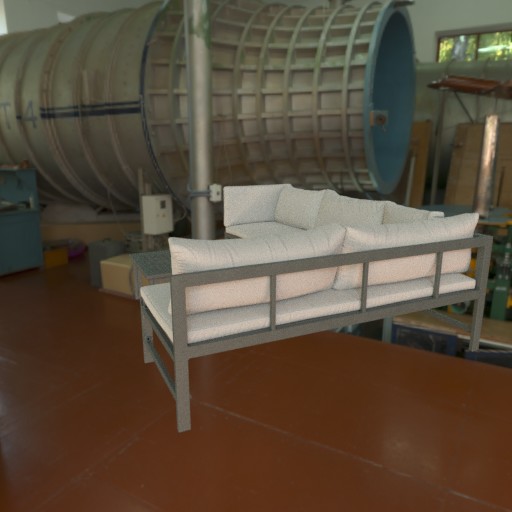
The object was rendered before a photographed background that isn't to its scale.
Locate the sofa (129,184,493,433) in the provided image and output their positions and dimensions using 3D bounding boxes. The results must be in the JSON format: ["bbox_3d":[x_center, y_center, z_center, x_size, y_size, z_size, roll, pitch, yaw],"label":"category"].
[{"bbox_3d":[0.000,0.000,2.872,1.658,0.758,2.096,-7,15,-25],"label":"sofa"}]
